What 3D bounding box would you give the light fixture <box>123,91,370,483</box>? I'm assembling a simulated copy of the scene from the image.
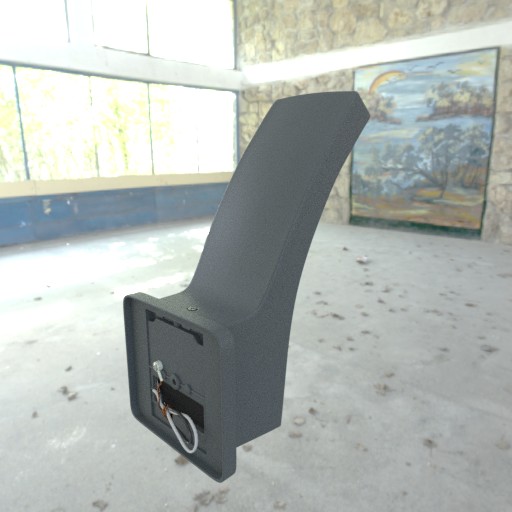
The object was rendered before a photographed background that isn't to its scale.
[{"bbox_3d":[0.000,0.000,0.334,0.108,0.243,0.174,13,18,43],"label":"light fixture"}]
